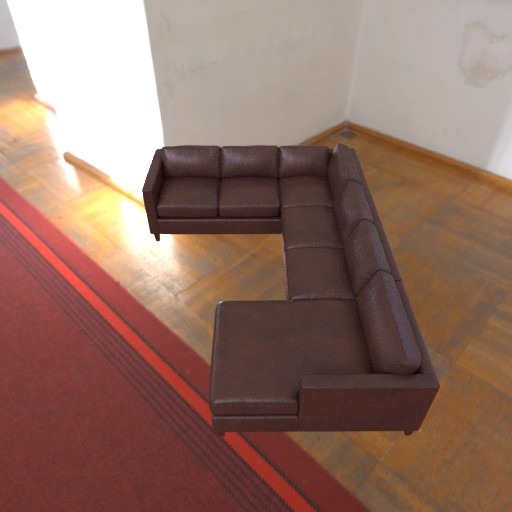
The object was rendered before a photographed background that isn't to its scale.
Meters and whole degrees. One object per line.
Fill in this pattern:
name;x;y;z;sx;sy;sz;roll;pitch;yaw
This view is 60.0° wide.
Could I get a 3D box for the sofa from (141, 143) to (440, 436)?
sofa;0.000;0.000;4.377;2.452;0.891;3.324;0;41;0
